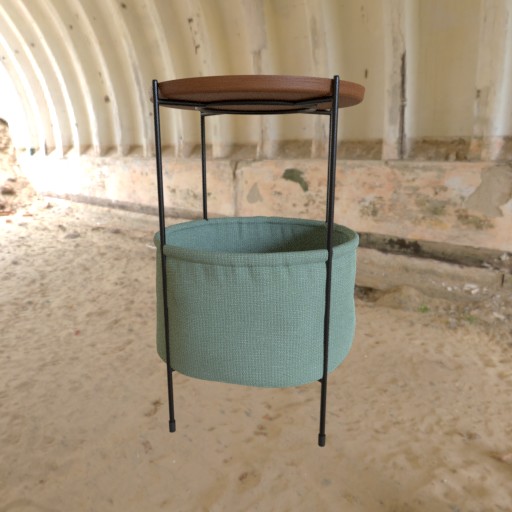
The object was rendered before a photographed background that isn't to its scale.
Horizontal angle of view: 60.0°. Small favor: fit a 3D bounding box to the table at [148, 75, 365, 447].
[{"bbox_3d":[0.000,0.000,0.880,0.400,0.623,0.400,2,14,8],"label":"table"}]
